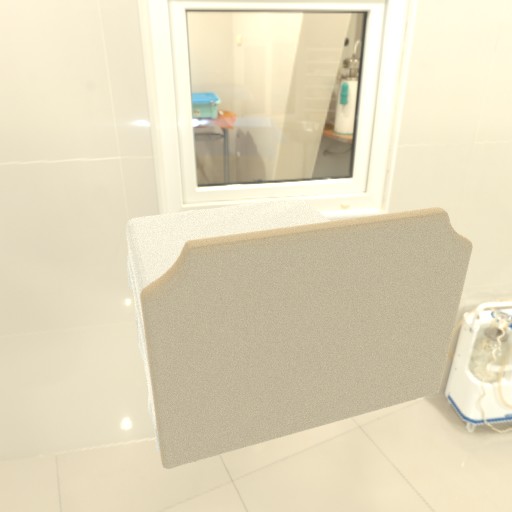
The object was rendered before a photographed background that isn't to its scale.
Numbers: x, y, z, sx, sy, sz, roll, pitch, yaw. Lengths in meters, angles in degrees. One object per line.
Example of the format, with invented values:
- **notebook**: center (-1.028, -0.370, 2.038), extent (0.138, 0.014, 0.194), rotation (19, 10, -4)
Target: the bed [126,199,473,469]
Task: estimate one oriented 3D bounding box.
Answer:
- **bed**: center (0.000, 0.000, 3.786), extent (2.134, 1.524, 2.548), rotation (-9, 28, -17)
